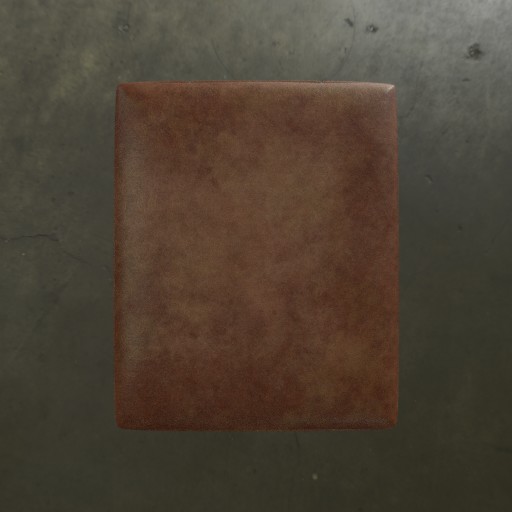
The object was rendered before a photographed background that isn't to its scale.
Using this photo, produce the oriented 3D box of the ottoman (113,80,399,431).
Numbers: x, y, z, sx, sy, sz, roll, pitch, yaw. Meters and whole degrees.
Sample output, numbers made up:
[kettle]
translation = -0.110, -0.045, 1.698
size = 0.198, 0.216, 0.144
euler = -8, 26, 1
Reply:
[ottoman]
translation = 0.000, 0.000, 1.760
size = 0.965, 0.667, 1.186
euler = 0, 90, 0
